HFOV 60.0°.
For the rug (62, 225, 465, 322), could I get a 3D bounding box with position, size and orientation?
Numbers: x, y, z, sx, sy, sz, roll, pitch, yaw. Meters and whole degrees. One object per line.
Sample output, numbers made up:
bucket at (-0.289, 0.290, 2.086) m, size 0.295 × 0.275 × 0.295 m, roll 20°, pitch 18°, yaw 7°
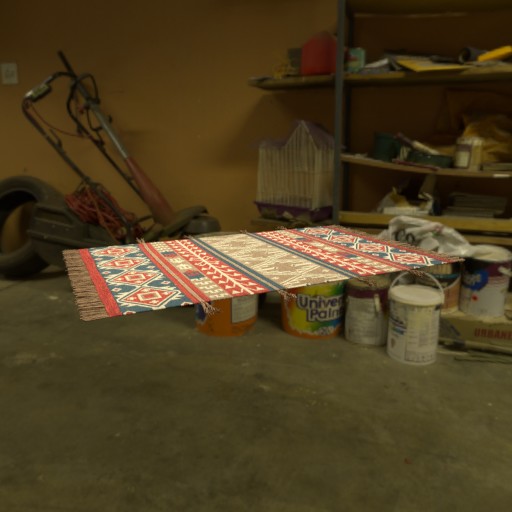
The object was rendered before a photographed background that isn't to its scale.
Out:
rug at (0.000, 0.000, 3.104) m, size 2.450 × 0.048 × 1.778 m, roll -7°, pitch 16°, yaw -25°
